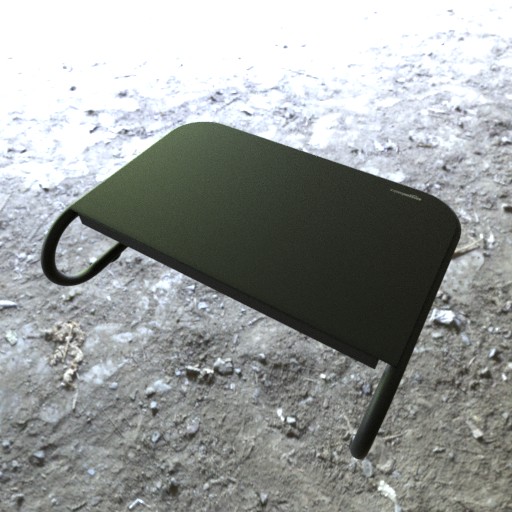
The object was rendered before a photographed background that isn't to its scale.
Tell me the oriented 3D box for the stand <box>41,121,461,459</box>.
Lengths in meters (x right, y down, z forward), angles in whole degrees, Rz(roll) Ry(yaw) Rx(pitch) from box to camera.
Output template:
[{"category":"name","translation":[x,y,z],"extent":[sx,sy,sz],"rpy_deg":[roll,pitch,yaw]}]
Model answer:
[{"category":"stand","translation":[0.000,0.000,0.491],"extent":[0.370,0.108,0.280],"rpy_deg":[24,52,21]}]
